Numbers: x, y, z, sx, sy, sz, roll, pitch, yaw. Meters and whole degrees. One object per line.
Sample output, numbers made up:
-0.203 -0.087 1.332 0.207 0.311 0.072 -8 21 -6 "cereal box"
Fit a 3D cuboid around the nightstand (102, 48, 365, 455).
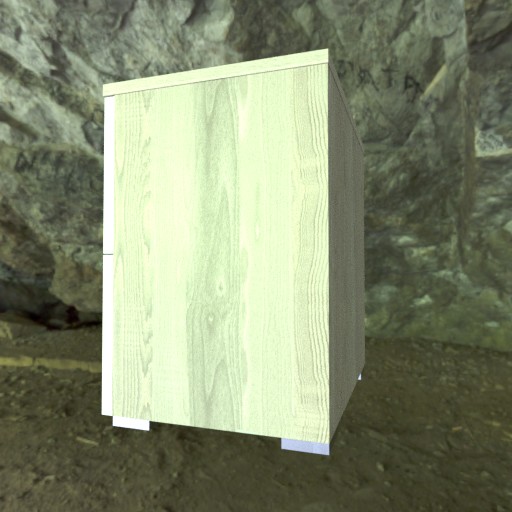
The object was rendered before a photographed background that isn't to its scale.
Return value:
0.000 0.000 0.762 0.325 0.461 0.442 -1 -2 19 "nightstand"
